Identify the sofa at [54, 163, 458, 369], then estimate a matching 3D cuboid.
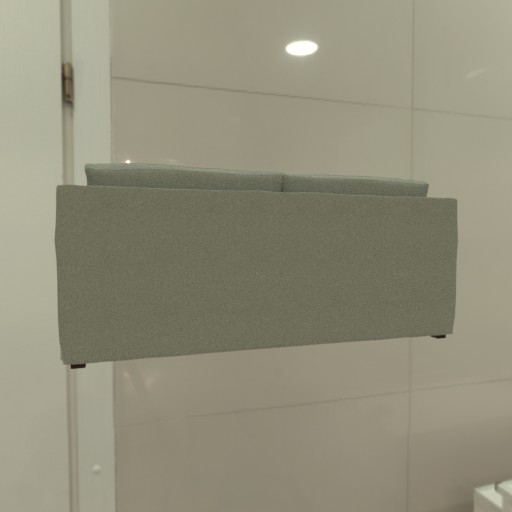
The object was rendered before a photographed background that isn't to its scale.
[{"bbox_3d":[0.000,0.000,2.481,1.987,0.870,0.940,-1,2,-18],"label":"sofa"}]
